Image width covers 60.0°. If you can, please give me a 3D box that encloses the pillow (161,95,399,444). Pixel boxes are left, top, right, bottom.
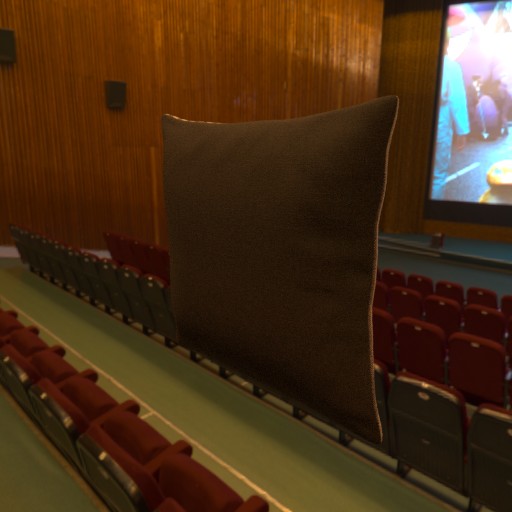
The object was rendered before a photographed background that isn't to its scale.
[{"bbox_3d":[0.000,0.000,0.789,0.523,0.506,0.166,13,19,43],"label":"pillow"}]
